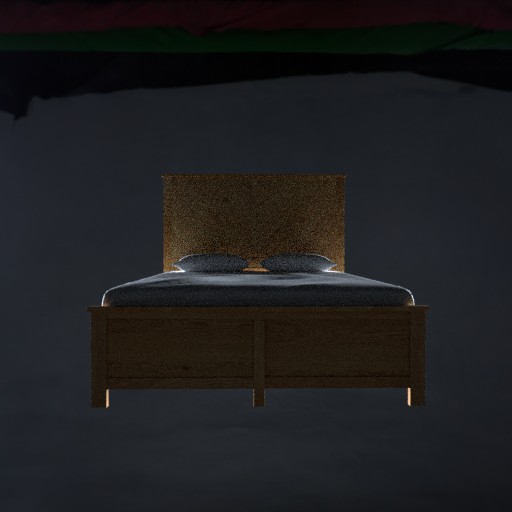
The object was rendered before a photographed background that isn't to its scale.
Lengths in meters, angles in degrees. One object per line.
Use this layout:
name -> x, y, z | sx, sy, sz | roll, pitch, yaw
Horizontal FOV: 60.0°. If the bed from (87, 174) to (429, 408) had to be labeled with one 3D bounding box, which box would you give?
bed -> 0.000, 0.000, 3.603 | 1.936, 1.686, 2.201 | 0, 1, -1
